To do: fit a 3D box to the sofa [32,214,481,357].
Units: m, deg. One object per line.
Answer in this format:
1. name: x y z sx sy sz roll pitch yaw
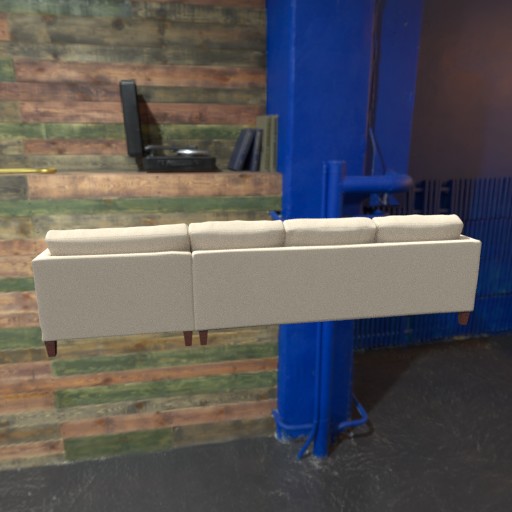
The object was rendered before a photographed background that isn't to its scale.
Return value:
1. sofa: 0.000 0.000 3.889 3.186 0.861 1.625 -3 15 -10
